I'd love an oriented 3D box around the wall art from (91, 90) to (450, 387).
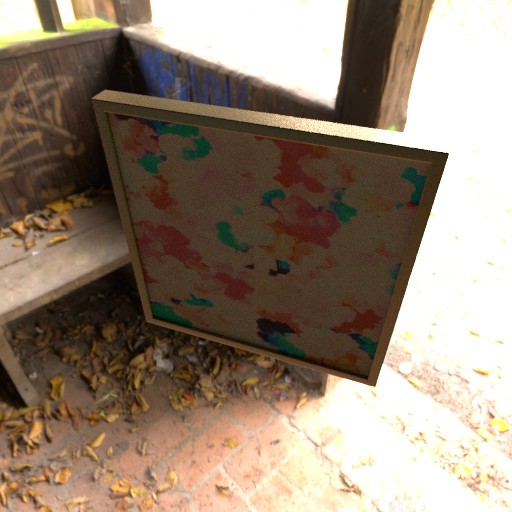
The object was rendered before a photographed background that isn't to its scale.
[{"bbox_3d":[0.000,0.000,0.780,0.510,0.509,0.037,13,43,14],"label":"wall art"}]
